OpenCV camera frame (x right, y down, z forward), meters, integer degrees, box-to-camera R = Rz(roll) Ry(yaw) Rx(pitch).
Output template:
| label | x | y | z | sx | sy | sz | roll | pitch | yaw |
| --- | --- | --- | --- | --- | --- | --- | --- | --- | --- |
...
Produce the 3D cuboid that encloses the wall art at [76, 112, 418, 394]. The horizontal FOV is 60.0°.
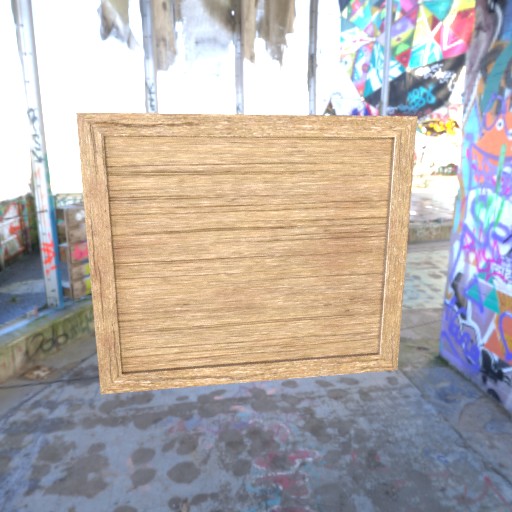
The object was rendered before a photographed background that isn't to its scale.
| label | x | y | z | sx | sy | sz | roll | pitch | yaw |
| --- | --- | --- | --- | --- | --- | --- | --- | --- | --- |
| wall art | 0.000 | 0.000 | 0.965 | 0.690 | 0.588 | 0.026 | -2 | 14 | -9 |
